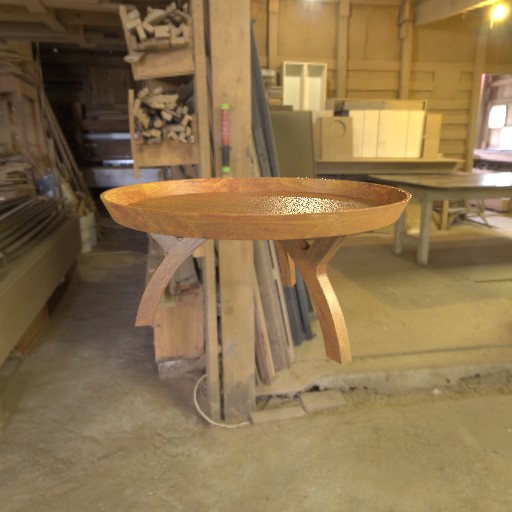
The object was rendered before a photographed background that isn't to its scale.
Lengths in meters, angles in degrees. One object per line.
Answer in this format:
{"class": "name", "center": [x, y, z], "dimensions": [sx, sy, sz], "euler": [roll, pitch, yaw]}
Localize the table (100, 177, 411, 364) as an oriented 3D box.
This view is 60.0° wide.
{"class": "table", "center": [0.000, 0.000, 1.584], "dimensions": [1.016, 0.470, 1.016], "euler": [0, 15, 0]}
